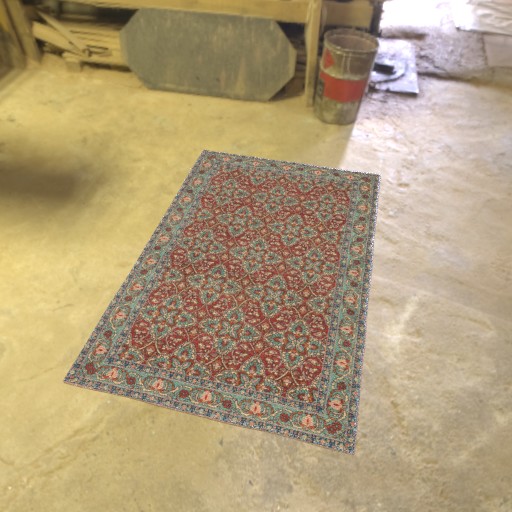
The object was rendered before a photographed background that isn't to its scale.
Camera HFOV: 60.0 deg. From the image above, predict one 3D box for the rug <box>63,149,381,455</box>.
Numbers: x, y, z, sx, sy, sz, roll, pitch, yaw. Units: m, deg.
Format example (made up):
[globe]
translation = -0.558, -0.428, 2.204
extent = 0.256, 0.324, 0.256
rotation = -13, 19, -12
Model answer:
[rug]
translation = 0.000, 0.000, 2.369
extent = 1.219, 0.009, 1.829
rotation = 10, 47, 10
